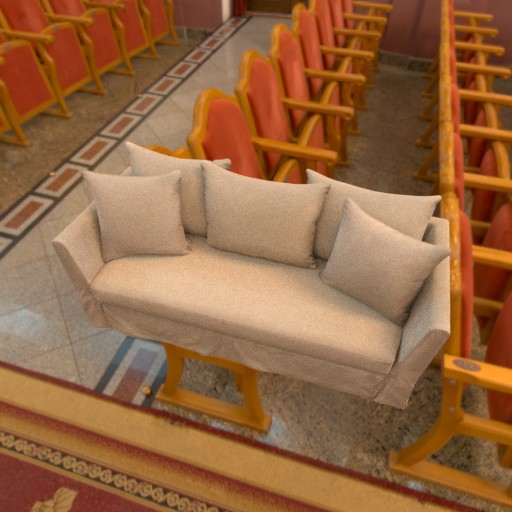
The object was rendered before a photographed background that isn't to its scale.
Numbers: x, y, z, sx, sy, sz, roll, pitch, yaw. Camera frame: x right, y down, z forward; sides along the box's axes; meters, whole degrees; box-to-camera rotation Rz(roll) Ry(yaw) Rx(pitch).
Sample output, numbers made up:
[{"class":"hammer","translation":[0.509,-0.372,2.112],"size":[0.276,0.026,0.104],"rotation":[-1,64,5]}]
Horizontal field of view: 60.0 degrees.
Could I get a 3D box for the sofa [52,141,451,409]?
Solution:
[{"class":"sofa","translation":[0.000,0.000,2.892],"size":[2.290,1.034,1.031],"rotation":[12,43,13]}]
